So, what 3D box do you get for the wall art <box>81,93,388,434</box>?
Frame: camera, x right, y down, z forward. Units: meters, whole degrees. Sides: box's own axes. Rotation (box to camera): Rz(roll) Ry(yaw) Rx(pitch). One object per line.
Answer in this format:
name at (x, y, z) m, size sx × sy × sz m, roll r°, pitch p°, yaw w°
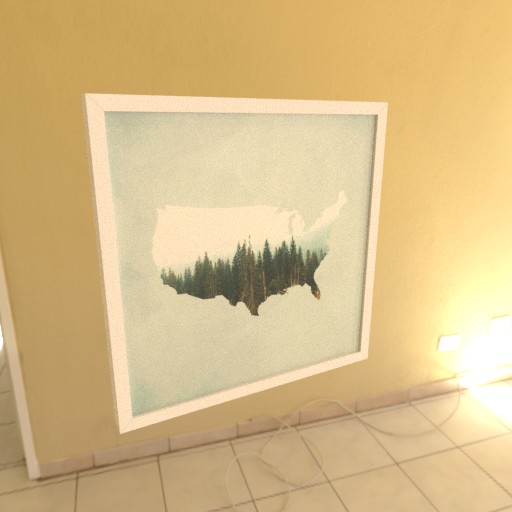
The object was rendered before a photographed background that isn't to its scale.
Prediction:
wall art at (0.000, 0.000, 0.456) m, size 0.304 × 0.304 × 0.024 m, roll -9°, pitch 19°, yaw -27°
